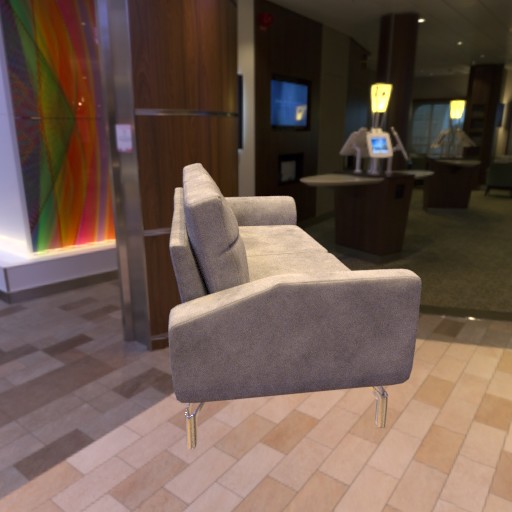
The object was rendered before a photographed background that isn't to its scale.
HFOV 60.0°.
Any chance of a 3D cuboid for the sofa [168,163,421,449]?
[{"bbox_3d":[0.000,0.000,2.309,0.849,0.859,1.837,-3,16,-9],"label":"sofa"}]
